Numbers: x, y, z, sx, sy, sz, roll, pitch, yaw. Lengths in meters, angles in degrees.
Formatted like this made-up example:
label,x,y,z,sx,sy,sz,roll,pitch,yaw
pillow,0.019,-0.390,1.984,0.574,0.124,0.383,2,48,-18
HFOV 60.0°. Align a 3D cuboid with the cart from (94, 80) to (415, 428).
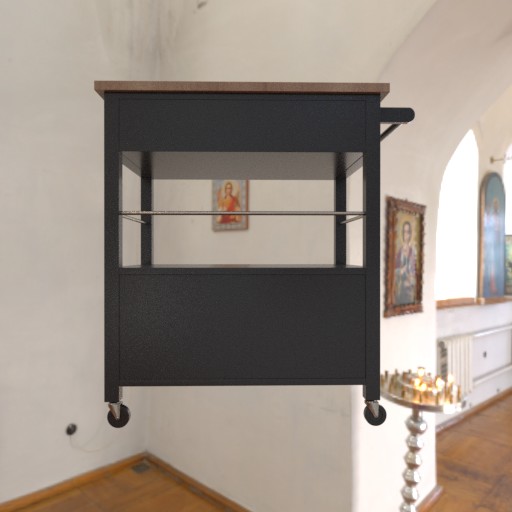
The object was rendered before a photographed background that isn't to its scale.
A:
label,x,y,z,sx,sy,sz,roll,pitch,yaw
cart,0.000,0.000,1.375,0.840,0.901,0.459,0,0,-1
